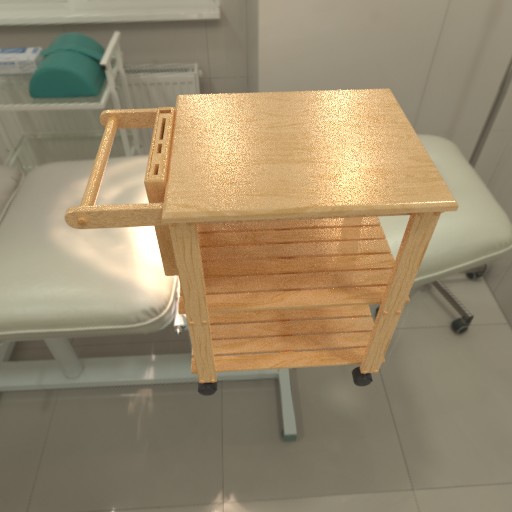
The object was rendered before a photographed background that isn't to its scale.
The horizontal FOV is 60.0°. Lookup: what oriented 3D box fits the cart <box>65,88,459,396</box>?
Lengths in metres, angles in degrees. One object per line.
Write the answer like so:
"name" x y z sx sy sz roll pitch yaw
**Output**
"cart" 0.000 0.000 1.366 0.843 0.816 0.520 -3 46 -3
